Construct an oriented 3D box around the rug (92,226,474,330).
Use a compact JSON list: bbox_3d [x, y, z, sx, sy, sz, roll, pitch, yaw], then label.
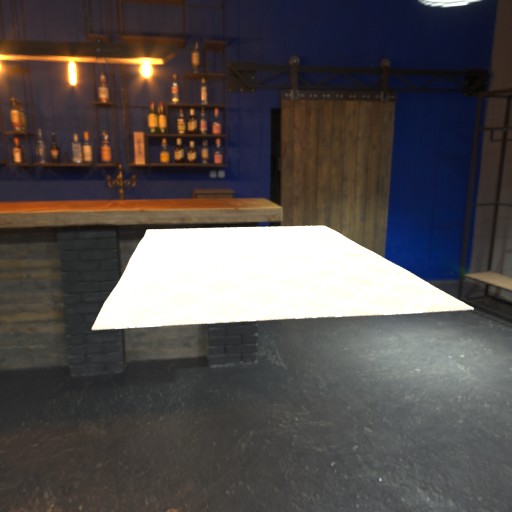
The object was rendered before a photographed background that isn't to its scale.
[{"bbox_3d":[0.000,0.000,2.734,1.524,0.013,2.135,-2,13,-8],"label":"rug"}]
